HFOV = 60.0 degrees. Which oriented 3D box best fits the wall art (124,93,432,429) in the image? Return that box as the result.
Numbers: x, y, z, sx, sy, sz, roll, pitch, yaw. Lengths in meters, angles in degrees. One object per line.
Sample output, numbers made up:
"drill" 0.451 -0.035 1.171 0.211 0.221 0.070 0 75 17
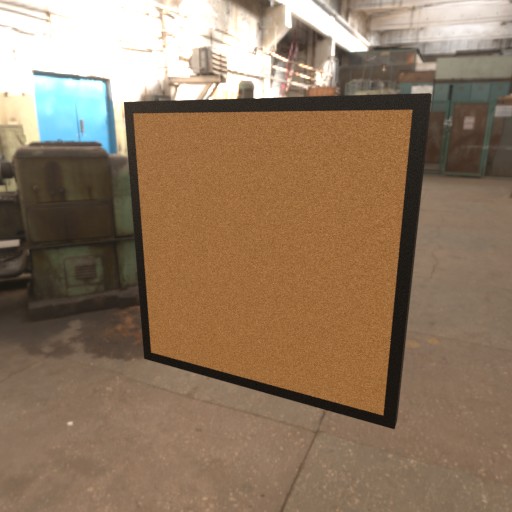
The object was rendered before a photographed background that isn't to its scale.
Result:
"wall art" 0.000 0.000 1.136 0.762 0.762 0.038 8 18 25
